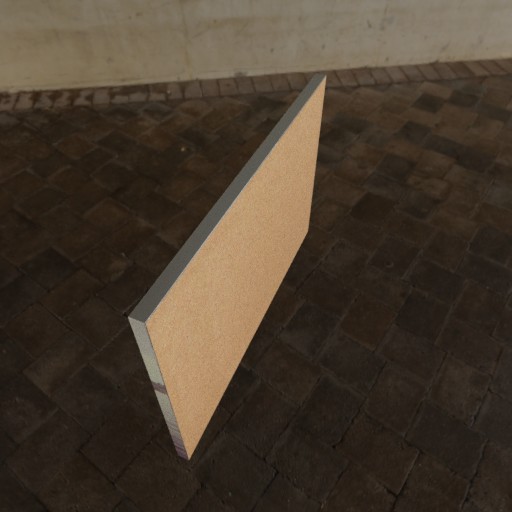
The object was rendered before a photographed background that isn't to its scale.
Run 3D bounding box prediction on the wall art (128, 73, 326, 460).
[{"bbox_3d":[0.000,0.000,0.800,0.021,0.410,0.615,18,50,16],"label":"wall art"}]
